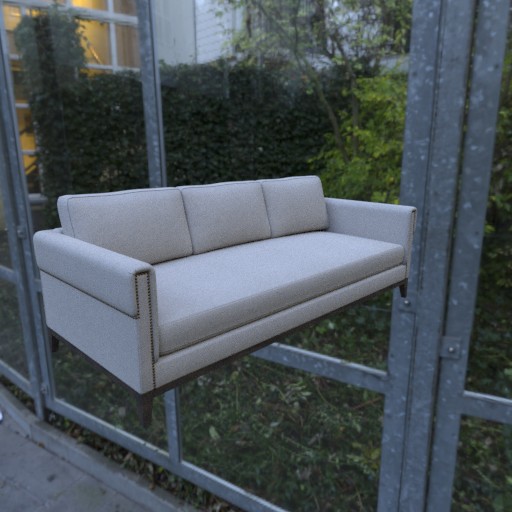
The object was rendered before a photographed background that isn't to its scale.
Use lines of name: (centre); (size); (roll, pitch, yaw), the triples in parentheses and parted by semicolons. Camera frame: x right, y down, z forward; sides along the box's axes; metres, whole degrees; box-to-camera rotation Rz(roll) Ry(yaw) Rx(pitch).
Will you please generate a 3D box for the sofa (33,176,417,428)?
sofa: (0.000, 0.000, 2.683); (0.959, 0.838, 2.210); (14, 20, 43)
